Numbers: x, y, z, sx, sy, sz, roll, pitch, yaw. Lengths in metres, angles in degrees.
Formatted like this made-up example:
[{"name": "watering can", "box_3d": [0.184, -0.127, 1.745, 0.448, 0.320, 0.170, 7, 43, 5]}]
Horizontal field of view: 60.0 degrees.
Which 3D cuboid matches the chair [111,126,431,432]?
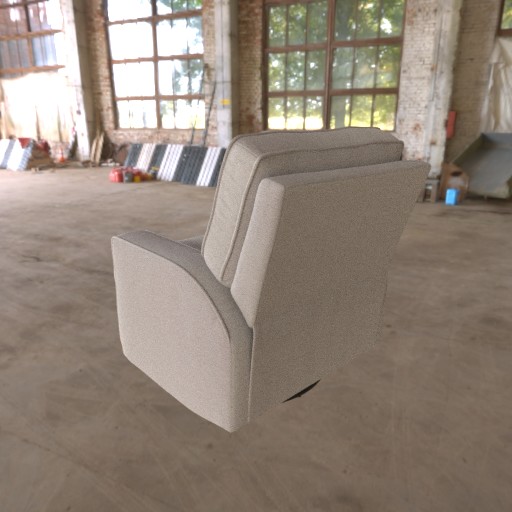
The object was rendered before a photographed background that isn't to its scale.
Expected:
[{"name": "chair", "box_3d": [0.000, 0.000, 1.709, 0.861, 0.964, 0.969, -16, 23, -41]}]
